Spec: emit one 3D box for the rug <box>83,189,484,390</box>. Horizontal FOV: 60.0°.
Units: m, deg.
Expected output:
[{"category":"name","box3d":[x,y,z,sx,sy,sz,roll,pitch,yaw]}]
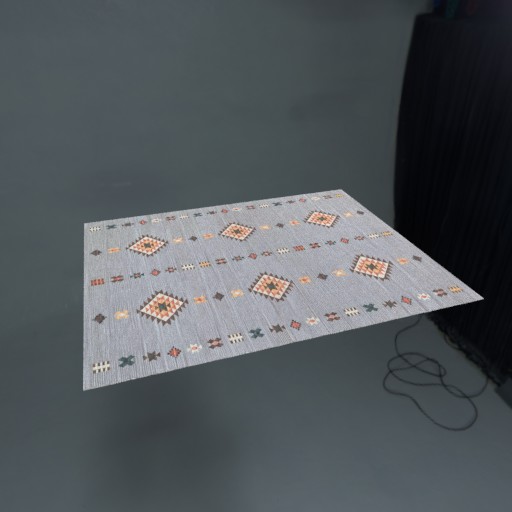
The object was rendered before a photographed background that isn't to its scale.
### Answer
[{"category":"rug","box3d":[0.000,0.000,4.123,3.035,0.008,2.425,-10,32,-16]}]
